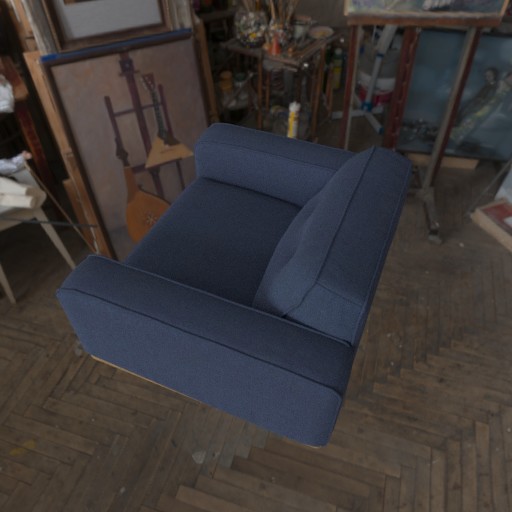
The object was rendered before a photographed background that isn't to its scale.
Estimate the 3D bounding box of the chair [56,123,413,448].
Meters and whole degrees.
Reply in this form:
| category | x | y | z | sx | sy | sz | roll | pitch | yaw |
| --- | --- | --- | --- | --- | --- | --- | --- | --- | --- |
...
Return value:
| category | x | y | z | sx | sy | sz | roll | pitch | yaw |
| --- | --- | --- | --- | --- | --- | --- | --- | --- | --- |
| chair | 0.000 | 0.000 | 1.740 | 0.953 | 0.783 | 1.118 | 18 | 49 | 16 |
